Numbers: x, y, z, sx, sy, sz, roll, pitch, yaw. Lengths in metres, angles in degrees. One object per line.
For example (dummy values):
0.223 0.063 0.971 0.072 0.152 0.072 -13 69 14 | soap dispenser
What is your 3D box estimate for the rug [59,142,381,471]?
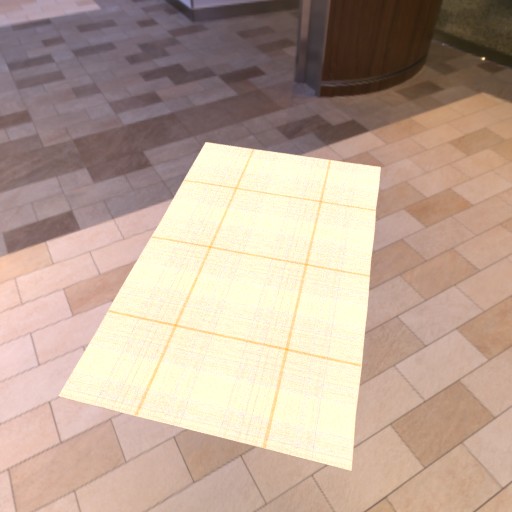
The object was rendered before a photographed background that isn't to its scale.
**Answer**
0.000 0.000 2.998 1.527 0.016 2.442 10 48 9 | rug
